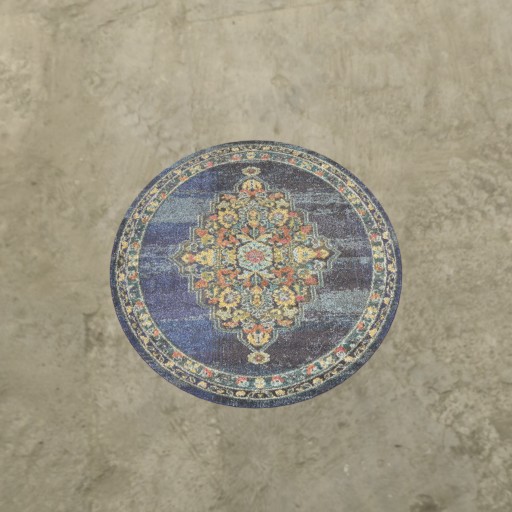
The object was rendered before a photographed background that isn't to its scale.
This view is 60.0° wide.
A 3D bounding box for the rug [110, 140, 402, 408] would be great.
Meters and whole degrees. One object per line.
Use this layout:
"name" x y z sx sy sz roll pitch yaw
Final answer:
"rug" 0.000 0.000 3.648 2.386 0.014 2.386 0 65 0
